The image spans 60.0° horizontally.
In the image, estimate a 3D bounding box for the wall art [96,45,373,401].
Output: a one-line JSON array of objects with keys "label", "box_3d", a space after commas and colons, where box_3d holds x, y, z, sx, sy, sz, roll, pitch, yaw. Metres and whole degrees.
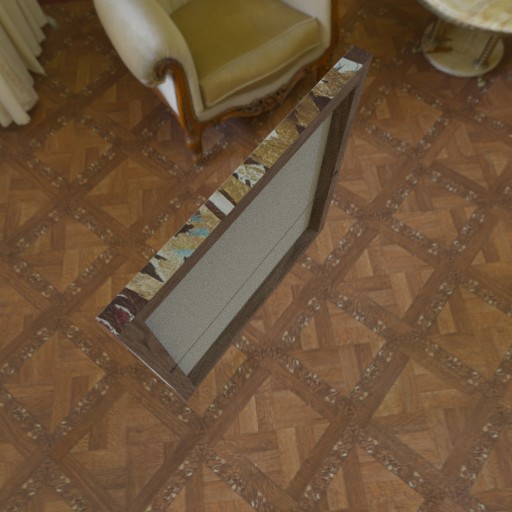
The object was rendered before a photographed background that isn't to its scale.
[{"label": "wall art", "box_3d": [0.000, 0.000, 0.927, 0.041, 0.613, 0.609, 34, 69, 15]}]
